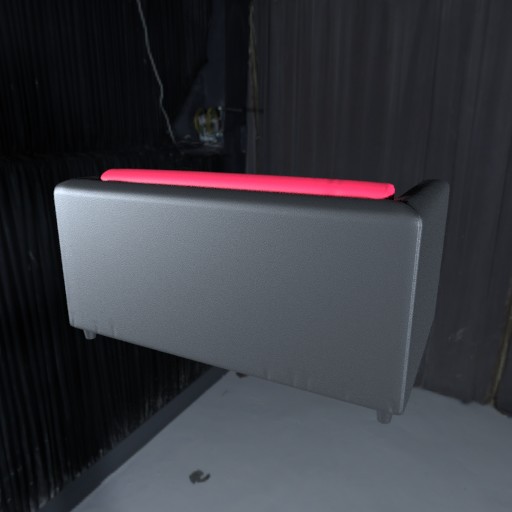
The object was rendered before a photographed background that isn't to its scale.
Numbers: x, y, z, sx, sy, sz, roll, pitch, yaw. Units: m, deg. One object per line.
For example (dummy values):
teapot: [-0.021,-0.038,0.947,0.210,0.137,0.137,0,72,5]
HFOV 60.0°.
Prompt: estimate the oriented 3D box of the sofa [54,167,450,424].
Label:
sofa: [0.000,0.000,1.895,1.410,0.735,0.845,8,18,26]
